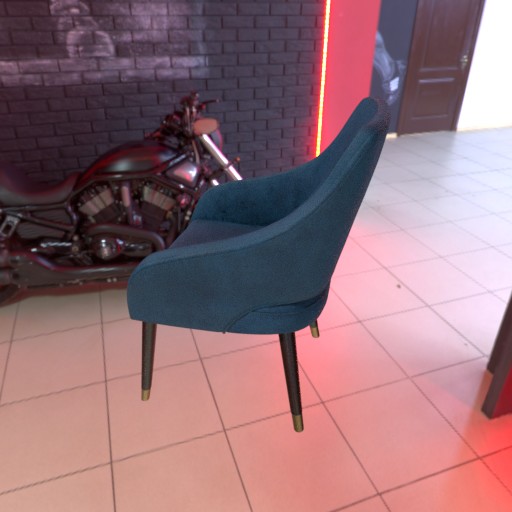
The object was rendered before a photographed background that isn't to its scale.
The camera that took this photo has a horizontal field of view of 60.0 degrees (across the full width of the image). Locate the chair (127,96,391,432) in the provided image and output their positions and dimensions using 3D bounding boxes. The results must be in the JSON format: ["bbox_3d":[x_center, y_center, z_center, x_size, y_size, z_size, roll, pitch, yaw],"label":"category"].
[{"bbox_3d":[0.000,0.000,1.606,0.794,1.081,0.683,7,30,12],"label":"chair"}]
